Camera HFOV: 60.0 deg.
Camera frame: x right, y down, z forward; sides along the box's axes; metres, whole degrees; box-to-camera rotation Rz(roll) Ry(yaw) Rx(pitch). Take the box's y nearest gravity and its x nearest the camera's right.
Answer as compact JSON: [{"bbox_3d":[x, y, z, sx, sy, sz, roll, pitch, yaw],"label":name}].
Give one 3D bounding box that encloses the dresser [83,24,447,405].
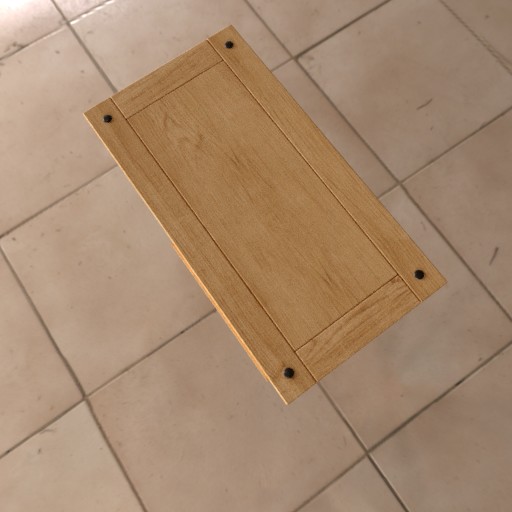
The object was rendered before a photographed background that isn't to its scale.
[{"bbox_3d":[0.000,0.000,1.752,0.485,1.300,0.915,-35,78,-8],"label":"dresser"}]
